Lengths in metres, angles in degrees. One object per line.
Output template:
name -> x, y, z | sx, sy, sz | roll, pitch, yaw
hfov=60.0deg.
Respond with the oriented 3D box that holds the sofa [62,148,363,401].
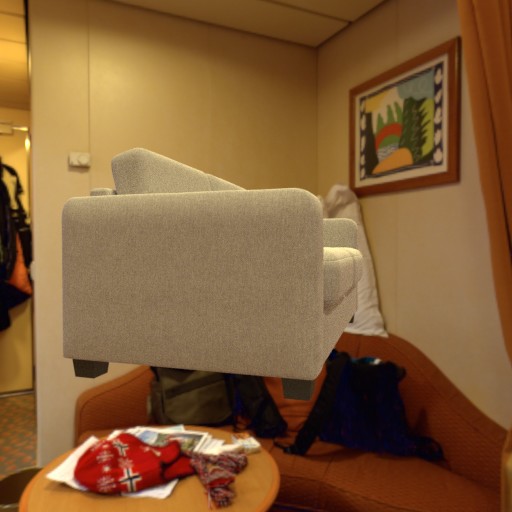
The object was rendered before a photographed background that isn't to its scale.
sofa -> 0.000, 0.000, 2.062 | 0.900, 0.800, 1.540 | 0, 1, 17
